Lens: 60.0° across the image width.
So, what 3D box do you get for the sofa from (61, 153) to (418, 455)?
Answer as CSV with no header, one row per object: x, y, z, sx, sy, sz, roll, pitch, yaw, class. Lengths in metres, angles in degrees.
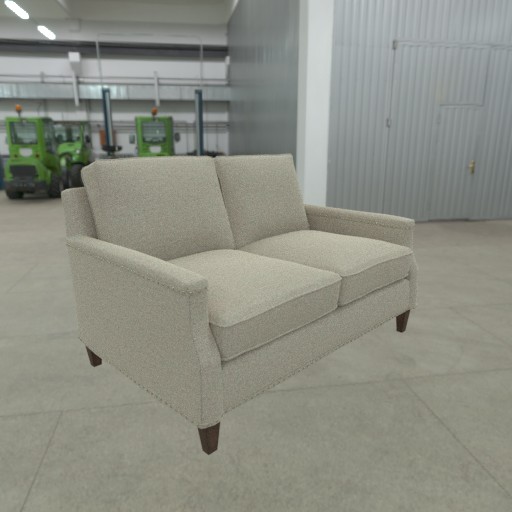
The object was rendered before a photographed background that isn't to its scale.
0.000,0.000,2.287,1.084,1.003,1.597,15,21,43,sofa
